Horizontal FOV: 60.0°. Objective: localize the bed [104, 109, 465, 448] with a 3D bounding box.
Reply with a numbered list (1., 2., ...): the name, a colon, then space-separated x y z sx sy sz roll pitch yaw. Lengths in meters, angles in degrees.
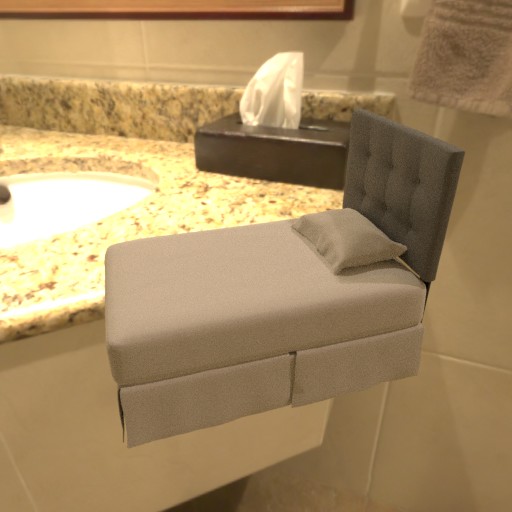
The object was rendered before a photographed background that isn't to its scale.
1. bed: 0.000 0.000 2.925 1.997 1.571 1.261 -8 31 -15
